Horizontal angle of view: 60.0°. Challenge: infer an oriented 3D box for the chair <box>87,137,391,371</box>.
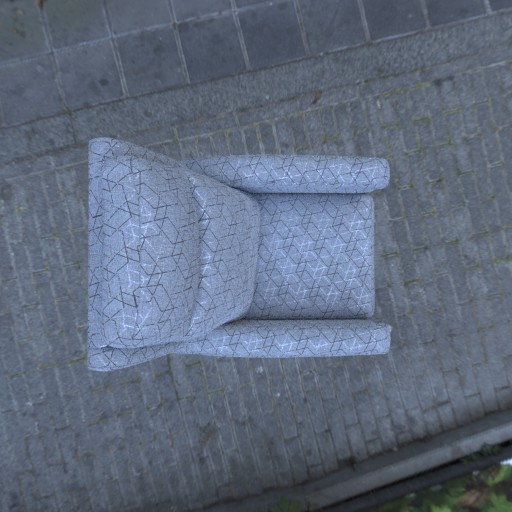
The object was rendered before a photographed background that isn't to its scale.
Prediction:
[{"bbox_3d":[0.000,0.000,1.715,0.987,1.048,0.753,0,89,0],"label":"chair"}]
